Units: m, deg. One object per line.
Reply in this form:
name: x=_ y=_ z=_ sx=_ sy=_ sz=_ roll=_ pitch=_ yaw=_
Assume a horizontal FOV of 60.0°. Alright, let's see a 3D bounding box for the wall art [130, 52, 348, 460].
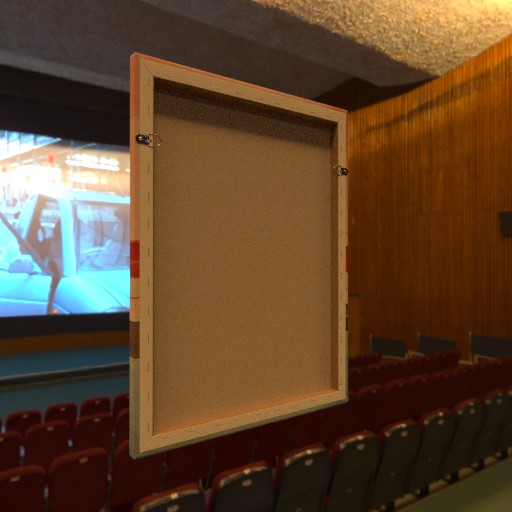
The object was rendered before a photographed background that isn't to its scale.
wall art: x=0.000 y=0.000 z=1.335 sx=0.761 sy=1.016 sz=0.039 roll=0 pitch=0 yaw=-35
